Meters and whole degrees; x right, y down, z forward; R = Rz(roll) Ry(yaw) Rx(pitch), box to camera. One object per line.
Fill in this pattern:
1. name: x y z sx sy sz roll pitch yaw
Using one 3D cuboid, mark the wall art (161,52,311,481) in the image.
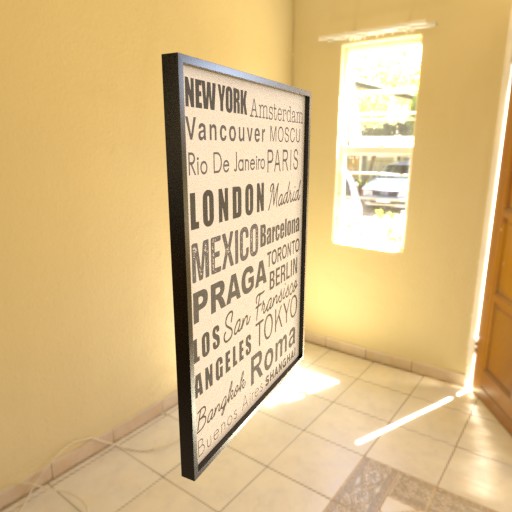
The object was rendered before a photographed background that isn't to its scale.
1. wall art: 0.000 0.000 1.390 0.043 1.046 0.788 7 16 26
